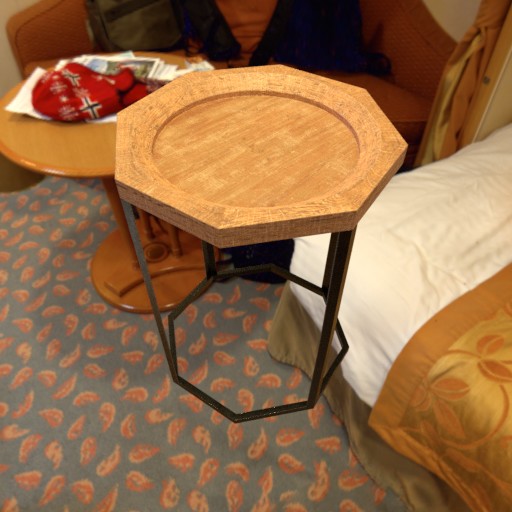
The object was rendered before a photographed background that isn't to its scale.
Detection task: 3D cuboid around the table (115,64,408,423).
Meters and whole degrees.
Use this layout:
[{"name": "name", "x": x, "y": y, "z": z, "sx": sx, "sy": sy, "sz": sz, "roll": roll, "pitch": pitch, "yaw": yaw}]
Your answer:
[{"name": "table", "x": 0.000, "y": 0.000, "z": 0.855, "sx": 0.437, "sy": 0.553, "sz": 0.437, "roll": 8, "pitch": 48, "yaw": 8}]
